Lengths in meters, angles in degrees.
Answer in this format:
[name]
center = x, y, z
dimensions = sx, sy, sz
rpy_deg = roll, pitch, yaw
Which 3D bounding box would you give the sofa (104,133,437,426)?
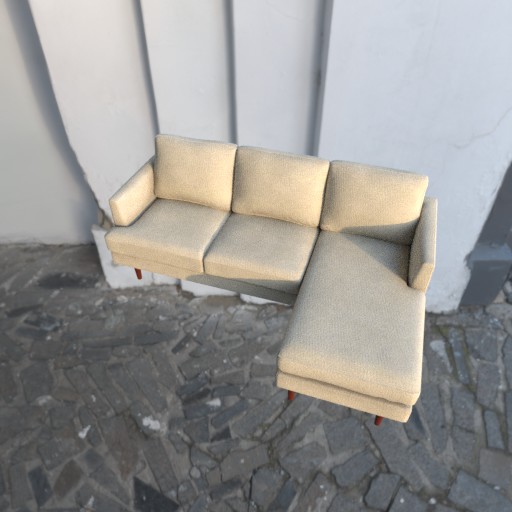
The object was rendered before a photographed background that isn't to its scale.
[sofa]
center = 0.000, 0.000, 3.007
dimensions = 2.233, 0.956, 1.504
rpy_deg = 12, 43, 14
